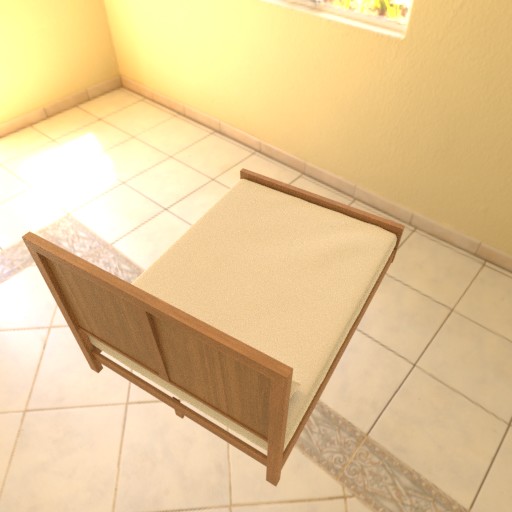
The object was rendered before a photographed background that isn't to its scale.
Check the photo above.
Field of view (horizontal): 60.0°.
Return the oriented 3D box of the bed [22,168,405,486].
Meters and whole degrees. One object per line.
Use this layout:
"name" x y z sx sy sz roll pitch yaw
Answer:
"bed" 0.000 0.000 3.226 1.606 1.387 2.184 23 51 21
